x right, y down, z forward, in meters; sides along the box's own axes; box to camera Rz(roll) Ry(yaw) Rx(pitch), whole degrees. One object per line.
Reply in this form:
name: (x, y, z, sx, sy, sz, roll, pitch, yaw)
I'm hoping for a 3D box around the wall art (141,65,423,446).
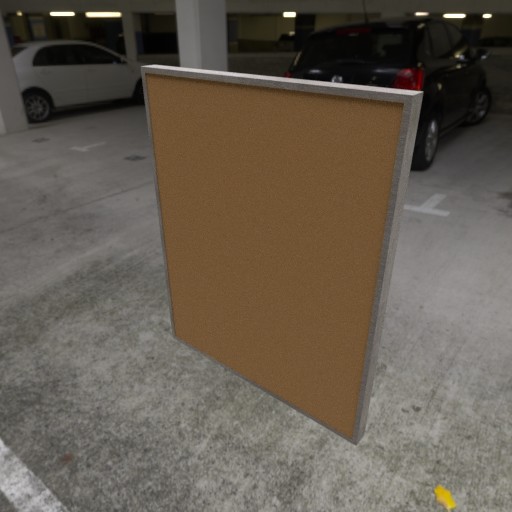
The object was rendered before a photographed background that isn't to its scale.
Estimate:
wall art: (0.000, 0.000, 0.690, 0.421, 0.521, 0.032, 21, 35, 33)
